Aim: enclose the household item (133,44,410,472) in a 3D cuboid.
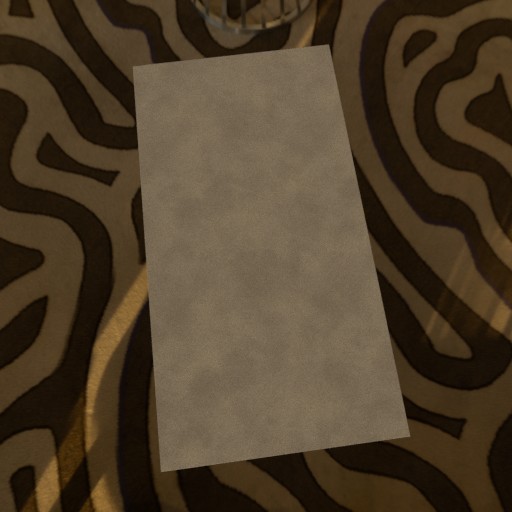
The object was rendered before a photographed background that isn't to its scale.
[{"bbox_3d":[0.000,0.000,2.066,0.850,0.755,1.600,-7,75,-2],"label":"household item"}]
